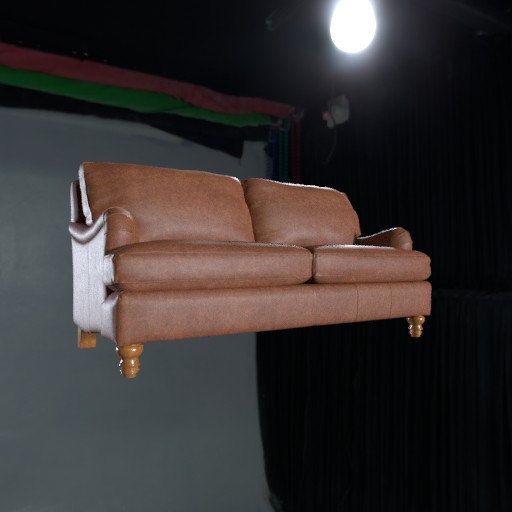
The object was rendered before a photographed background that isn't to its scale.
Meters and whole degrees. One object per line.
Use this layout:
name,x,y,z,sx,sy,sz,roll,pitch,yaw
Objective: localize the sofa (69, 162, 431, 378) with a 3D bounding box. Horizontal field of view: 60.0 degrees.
sofa,0.000,0.000,2.843,2.144,1.071,1.147,1,-1,-34
